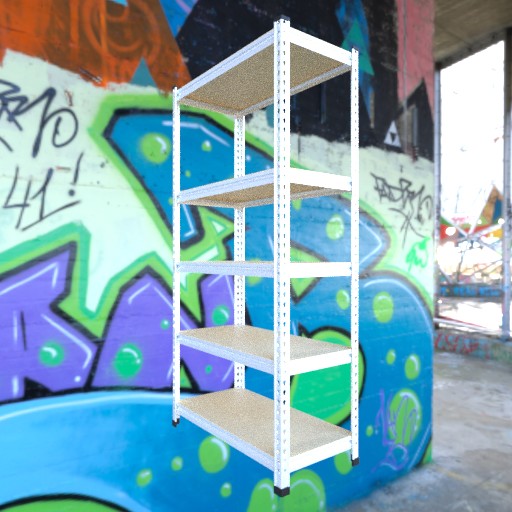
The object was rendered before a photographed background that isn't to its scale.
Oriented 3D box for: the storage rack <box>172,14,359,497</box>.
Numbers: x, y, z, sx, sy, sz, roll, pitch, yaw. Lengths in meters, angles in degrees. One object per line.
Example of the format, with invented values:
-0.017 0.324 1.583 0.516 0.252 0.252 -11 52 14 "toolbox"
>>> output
0.000 0.000 2.176 0.457 1.829 0.914 0 0 -37 "storage rack"
